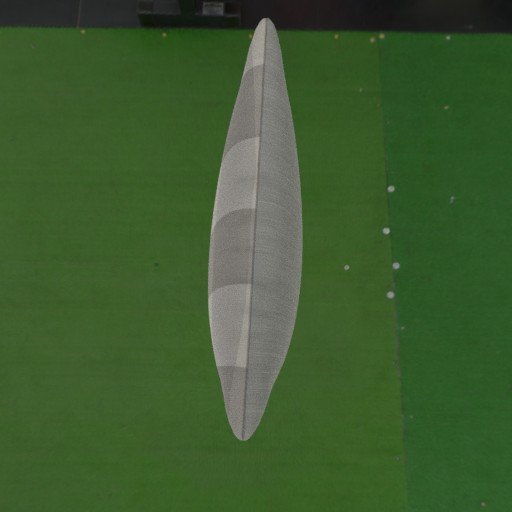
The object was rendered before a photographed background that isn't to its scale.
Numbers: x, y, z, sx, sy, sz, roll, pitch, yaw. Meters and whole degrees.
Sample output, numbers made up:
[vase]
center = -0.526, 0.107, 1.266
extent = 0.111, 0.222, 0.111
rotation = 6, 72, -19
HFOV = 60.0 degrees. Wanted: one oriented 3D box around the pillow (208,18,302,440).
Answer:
[pillow]
center = 0.000, 0.000, 0.754
extent = 0.161, 0.509, 0.511
rotation = 3, 76, 1
